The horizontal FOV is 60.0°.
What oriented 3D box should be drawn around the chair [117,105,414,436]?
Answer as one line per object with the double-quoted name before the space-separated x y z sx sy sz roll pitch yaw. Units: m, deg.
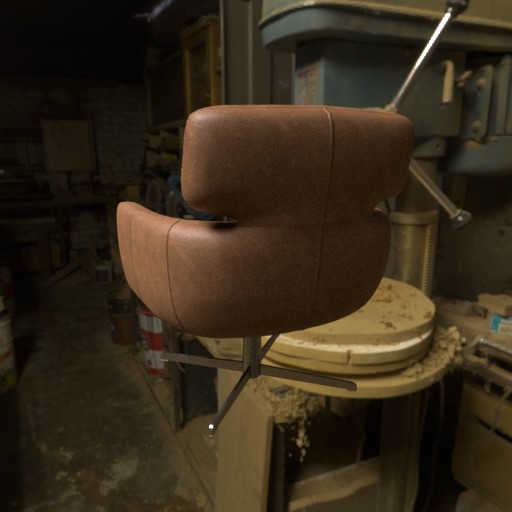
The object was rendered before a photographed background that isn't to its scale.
"chair" 0.000 0.000 1.329 0.706 0.812 0.715 -7 16 -26
